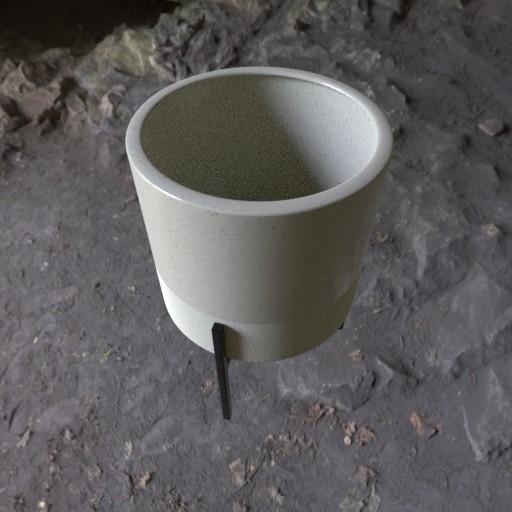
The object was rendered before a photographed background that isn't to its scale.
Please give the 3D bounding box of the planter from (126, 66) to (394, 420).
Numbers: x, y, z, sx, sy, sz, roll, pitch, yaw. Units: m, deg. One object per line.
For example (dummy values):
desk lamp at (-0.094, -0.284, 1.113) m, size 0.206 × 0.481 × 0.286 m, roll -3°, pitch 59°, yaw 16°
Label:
planter at (0.000, 0.000, 0.341) m, size 0.152 × 0.230 × 0.159 m, roll -32°, pitch 55°, yaw -26°
